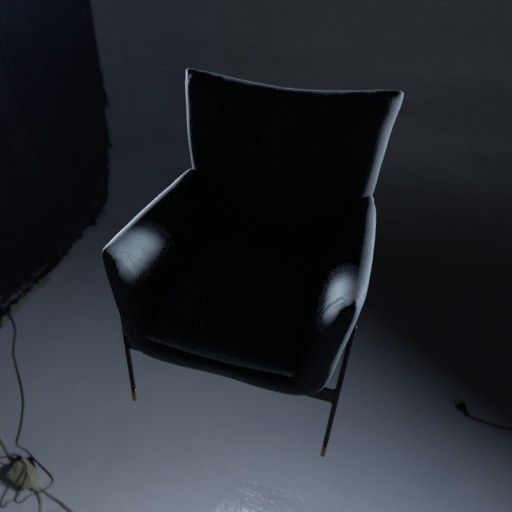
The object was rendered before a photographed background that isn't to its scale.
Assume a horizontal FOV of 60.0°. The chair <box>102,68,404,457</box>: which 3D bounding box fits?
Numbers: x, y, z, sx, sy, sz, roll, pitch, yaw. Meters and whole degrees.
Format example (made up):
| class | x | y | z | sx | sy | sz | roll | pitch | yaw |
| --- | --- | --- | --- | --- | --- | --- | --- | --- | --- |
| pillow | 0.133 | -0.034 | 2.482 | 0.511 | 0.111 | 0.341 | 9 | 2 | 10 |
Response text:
| class | x | y | z | sx | sy | sz | roll | pitch | yaw |
| --- | --- | --- | --- | --- | --- | --- | --- | --- | --- |
| chair | 0.000 | 0.000 | 1.366 | 0.678 | 0.858 | 0.709 | 11 | 42 | 13 |
